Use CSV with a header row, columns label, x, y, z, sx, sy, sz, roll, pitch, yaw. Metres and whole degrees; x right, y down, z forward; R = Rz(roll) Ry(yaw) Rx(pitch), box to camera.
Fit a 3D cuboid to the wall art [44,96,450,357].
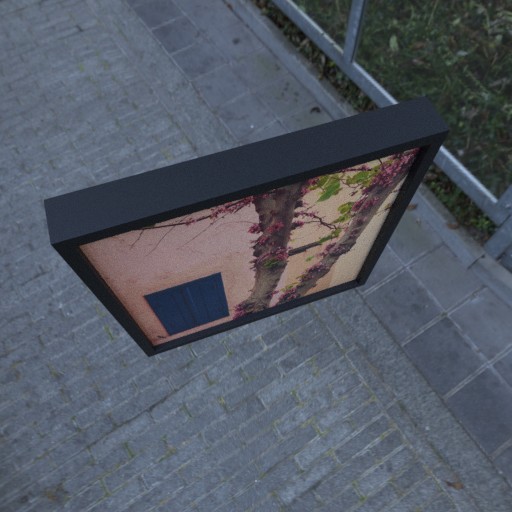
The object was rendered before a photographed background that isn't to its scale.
label,x,y,z,sx,sy,sz,roll,pitch,yaw
wall art,0.000,0.000,0.463,0.305,0.304,0.038,-17,64,-9
